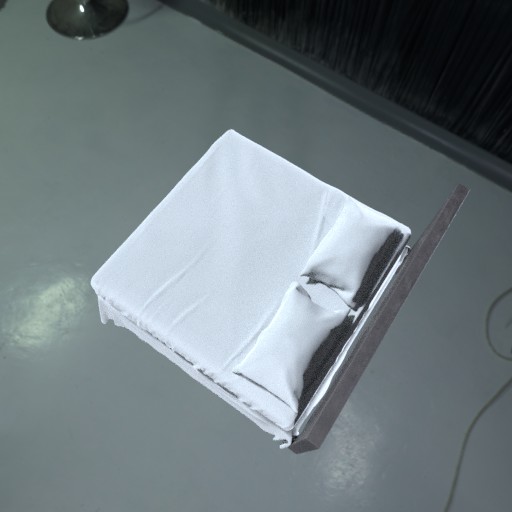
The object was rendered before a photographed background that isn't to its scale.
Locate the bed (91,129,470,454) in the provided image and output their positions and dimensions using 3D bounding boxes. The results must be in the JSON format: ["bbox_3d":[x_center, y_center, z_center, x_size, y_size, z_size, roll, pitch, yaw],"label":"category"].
[{"bbox_3d":[0.000,0.000,2.902,1.785,1.142,1.772,32,69,14],"label":"bed"}]
